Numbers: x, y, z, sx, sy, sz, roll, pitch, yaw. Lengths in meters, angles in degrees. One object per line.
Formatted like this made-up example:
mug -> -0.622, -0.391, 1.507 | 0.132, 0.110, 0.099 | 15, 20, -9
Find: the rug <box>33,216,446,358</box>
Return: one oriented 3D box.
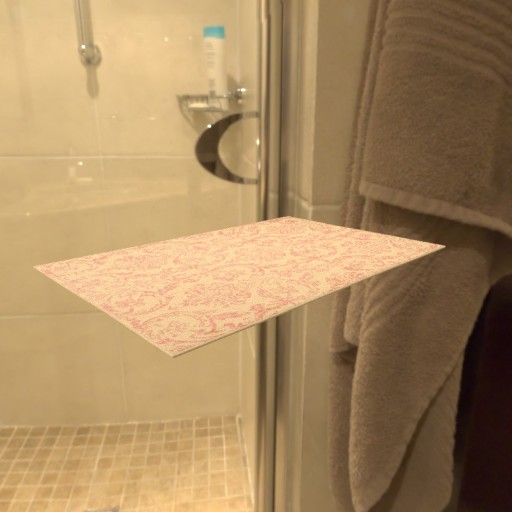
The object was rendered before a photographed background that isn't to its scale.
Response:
rug -> 0.000, 0.000, 3.497 | 2.746, 0.018, 1.819 | -15, 22, -41
